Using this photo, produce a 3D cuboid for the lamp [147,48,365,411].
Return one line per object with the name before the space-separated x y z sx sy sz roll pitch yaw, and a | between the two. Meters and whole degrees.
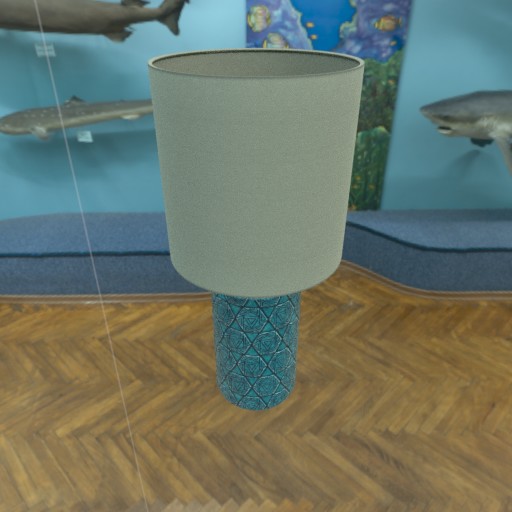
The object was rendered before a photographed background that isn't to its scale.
lamp | 0.000 0.000 0.732 0.278 0.597 0.278 1 31 1
